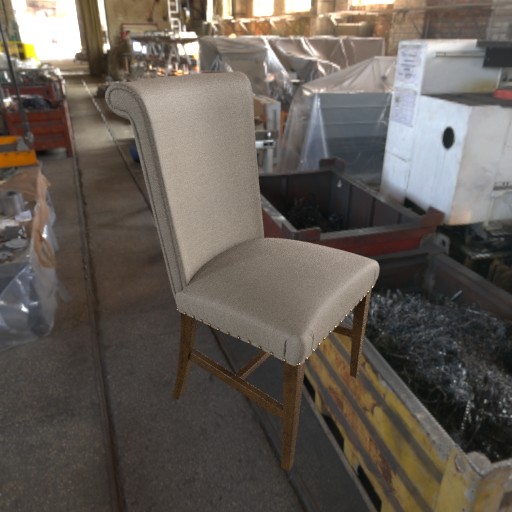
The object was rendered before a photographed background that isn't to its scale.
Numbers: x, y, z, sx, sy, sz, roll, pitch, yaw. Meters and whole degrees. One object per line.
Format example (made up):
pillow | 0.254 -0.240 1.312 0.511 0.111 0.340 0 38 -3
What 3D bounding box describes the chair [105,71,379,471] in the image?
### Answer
chair | 0.000 0.000 1.336 0.608 0.988 0.513 17 31 31
